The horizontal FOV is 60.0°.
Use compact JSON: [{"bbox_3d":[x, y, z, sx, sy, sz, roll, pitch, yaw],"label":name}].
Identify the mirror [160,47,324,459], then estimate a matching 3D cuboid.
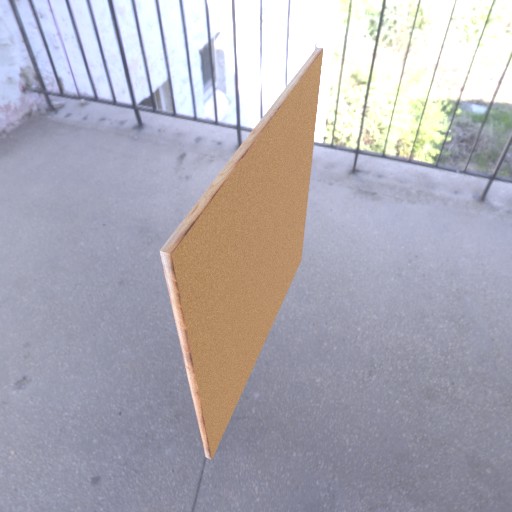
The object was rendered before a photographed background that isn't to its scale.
[{"bbox_3d":[0.000,0.000,1.187,0.061,0.804,0.804,16,48,15],"label":"mirror"}]
